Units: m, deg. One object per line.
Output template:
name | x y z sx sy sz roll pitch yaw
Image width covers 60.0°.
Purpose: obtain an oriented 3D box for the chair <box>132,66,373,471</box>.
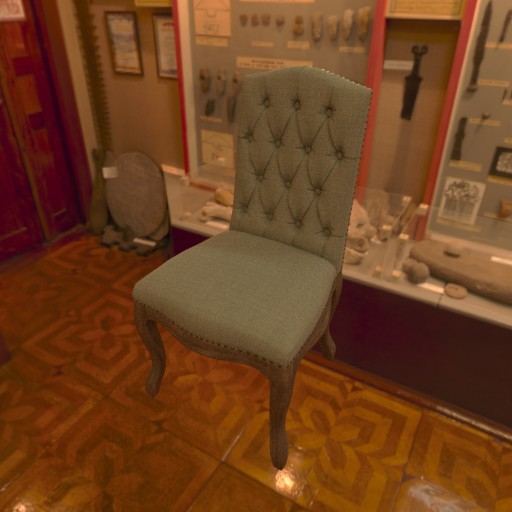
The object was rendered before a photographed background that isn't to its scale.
chair | 0.000 0.000 1.596 0.637 1.191 0.731 18 36 27
